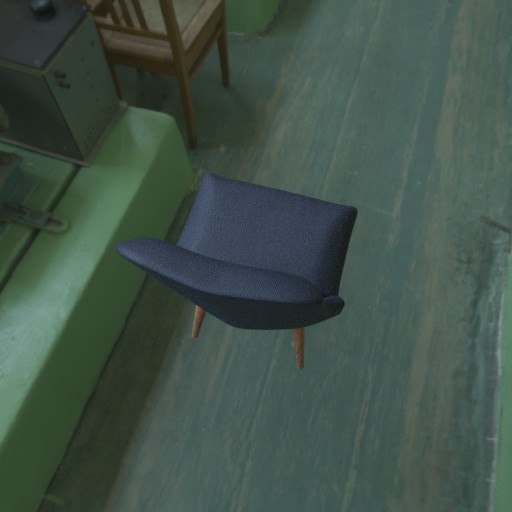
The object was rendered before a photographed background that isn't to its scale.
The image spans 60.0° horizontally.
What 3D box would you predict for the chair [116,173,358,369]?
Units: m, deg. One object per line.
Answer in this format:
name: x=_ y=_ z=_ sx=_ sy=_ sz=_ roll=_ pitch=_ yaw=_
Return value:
chair: x=0.000 y=0.000 z=1.171 sx=0.504 sy=0.820 sz=0.567 roll=14 pitch=64 yaw=7
